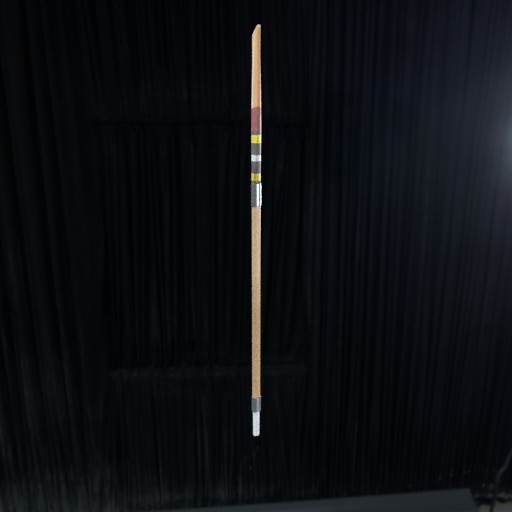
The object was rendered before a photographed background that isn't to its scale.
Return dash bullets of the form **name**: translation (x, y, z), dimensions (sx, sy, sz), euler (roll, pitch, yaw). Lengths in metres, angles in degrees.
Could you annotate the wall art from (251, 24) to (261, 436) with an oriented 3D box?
- **wall art**: translation (0.000, 0.000, 1.671), dimensions (0.038, 1.556, 0.146), euler (-2, 15, -7)
